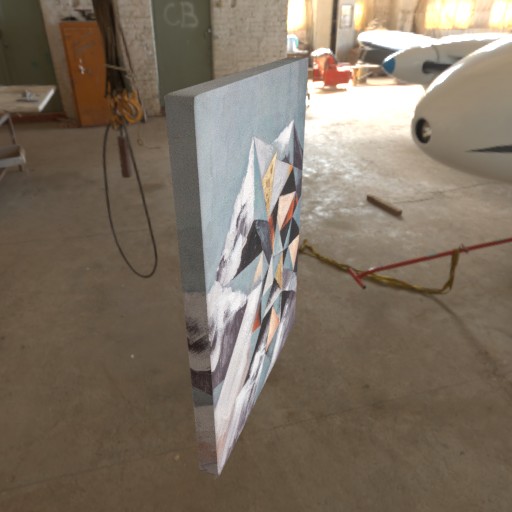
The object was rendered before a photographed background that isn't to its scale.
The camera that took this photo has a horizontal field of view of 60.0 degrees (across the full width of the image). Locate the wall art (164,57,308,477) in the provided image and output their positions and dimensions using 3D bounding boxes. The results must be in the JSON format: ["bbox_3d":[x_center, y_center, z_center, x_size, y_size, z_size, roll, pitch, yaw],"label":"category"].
[{"bbox_3d":[0.000,0.000,0.789,0.037,0.613,0.455,10,31,18],"label":"wall art"}]
